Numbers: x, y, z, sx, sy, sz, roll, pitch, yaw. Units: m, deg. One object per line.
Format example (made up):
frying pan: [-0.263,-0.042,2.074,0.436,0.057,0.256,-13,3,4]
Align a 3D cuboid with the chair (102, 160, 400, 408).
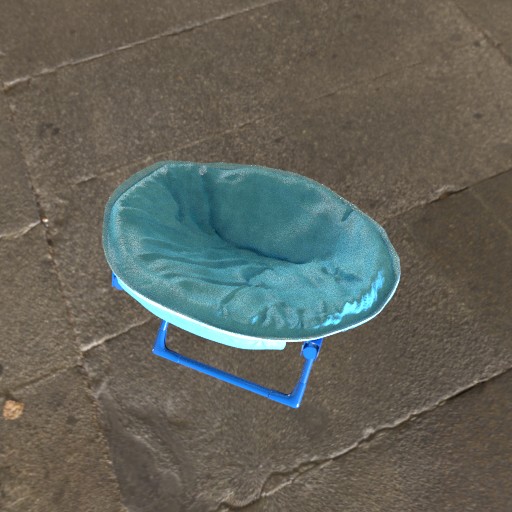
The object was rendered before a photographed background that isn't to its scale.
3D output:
chair: [0.000,0.000,0.894,0.520,0.478,0.465,19,66,9]
